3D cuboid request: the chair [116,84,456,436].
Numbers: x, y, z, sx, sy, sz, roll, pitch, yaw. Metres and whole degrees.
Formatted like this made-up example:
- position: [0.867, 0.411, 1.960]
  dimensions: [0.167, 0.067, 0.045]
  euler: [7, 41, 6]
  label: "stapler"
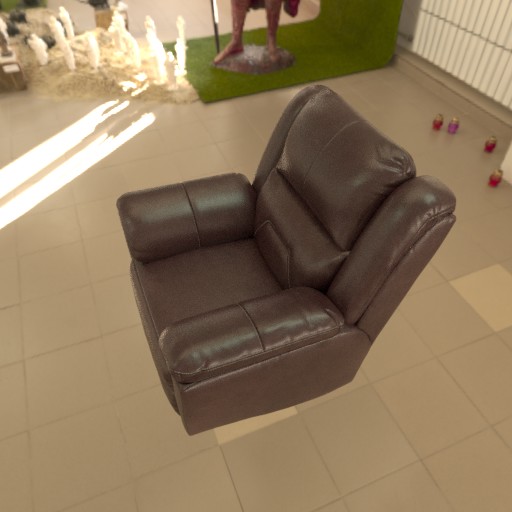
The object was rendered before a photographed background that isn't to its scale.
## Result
- position: [0.000, 0.000, 1.855]
  dimensions: [1.041, 1.093, 0.990]
  euler: [-17, 48, -16]
  label: "chair"
